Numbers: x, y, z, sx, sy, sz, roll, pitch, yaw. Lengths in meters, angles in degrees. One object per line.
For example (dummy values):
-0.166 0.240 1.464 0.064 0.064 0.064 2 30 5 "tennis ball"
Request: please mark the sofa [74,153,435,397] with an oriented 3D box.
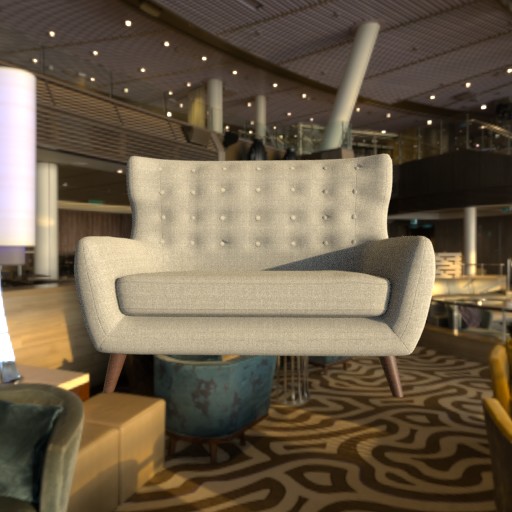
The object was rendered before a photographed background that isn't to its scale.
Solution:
0.000 0.000 2.030 1.386 1.028 0.884 0 0 2 "sofa"
